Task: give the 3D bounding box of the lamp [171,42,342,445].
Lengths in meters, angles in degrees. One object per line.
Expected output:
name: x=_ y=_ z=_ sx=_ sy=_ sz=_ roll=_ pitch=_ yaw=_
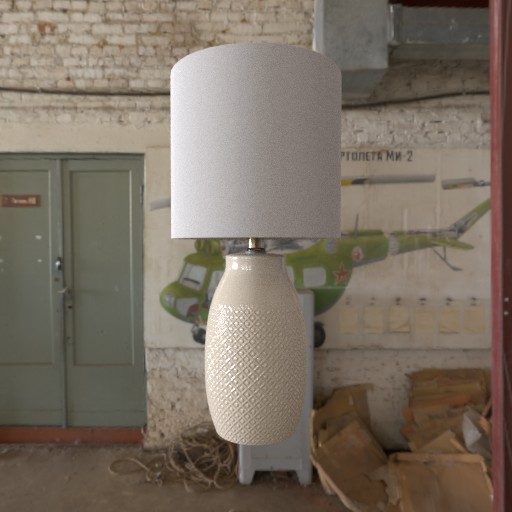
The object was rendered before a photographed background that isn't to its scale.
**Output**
lamp: x=0.000 y=0.000 z=0.577 sx=0.217 sy=0.453 sz=0.217 roll=1 pitch=2 yaw=36
